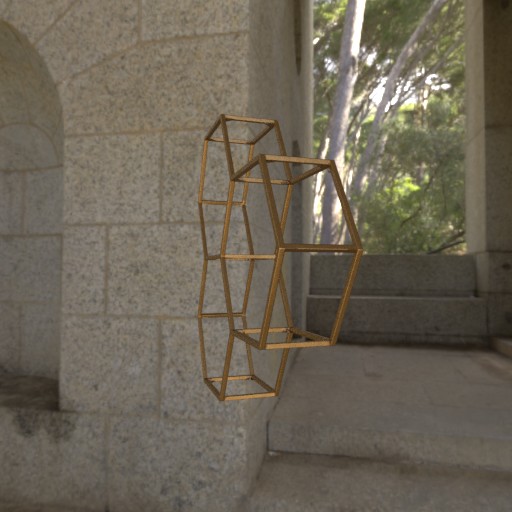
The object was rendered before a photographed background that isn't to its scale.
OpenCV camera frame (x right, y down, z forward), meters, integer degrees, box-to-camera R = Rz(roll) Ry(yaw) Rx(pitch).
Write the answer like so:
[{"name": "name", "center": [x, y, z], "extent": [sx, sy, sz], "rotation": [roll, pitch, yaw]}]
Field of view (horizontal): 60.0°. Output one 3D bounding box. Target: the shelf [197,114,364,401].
[{"name": "shelf", "center": [0.000, 0.000, 1.054], "extent": [0.150, 0.701, 0.708], "rotation": [1, -2, -18]}]
